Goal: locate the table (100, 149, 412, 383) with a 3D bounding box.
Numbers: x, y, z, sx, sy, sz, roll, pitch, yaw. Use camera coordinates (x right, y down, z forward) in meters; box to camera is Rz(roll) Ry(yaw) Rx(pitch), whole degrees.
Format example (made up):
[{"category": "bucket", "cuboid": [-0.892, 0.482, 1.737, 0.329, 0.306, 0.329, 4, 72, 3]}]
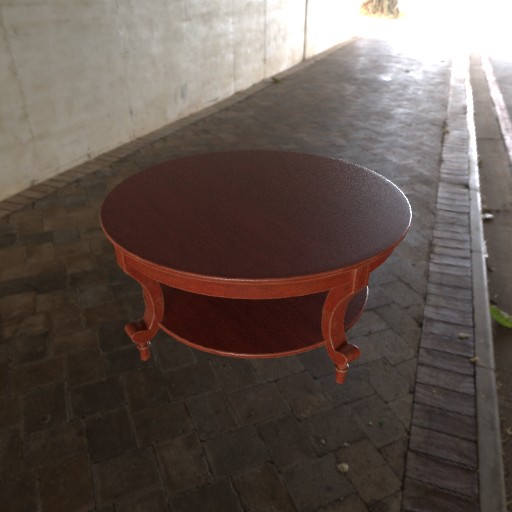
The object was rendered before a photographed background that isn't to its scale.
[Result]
[{"category": "table", "cuboid": [0.000, 0.000, 1.643, 1.029, 0.486, 1.029, 0, 31, 0]}]
